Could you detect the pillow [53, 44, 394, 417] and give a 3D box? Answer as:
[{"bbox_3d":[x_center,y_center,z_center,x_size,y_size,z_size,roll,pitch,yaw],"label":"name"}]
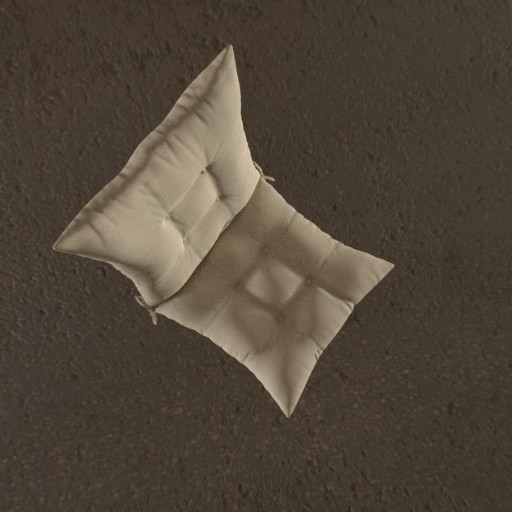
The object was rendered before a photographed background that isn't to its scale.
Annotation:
[{"bbox_3d":[0.000,0.000,1.018,0.585,0.536,0.541,36,78,9],"label":"pillow"}]
